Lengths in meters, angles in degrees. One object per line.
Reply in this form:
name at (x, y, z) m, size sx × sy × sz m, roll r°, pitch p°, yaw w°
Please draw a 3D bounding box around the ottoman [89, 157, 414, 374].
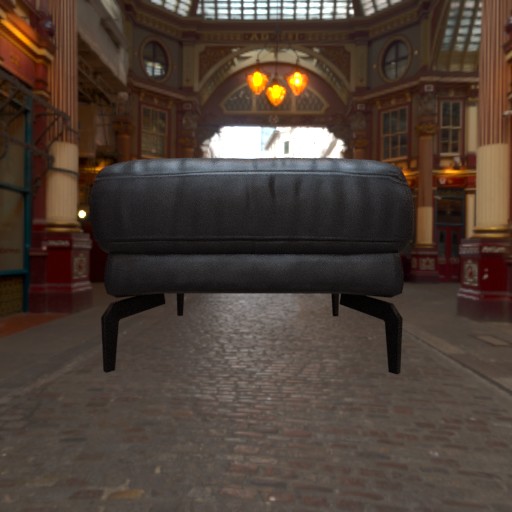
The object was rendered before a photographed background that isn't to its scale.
ottoman at (0.000, 0.000, 1.111) m, size 0.570 × 0.402 × 0.764 m, roll 0°, pitch 1°, yaw 1°
